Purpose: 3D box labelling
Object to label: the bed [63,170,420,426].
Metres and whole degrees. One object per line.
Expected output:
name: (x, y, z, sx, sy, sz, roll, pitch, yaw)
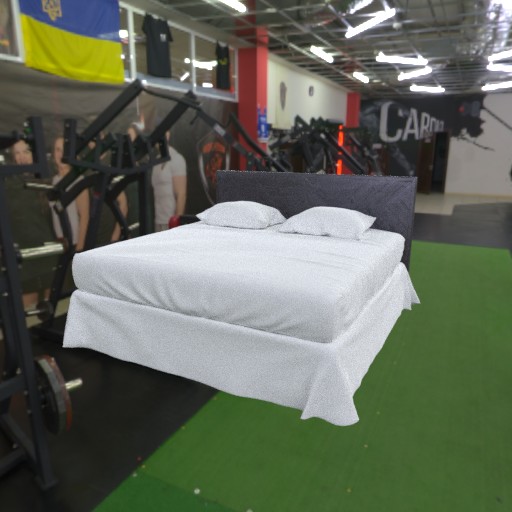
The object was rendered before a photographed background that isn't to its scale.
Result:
bed: (0.000, 0.000, 3.485, 2.255, 1.158, 2.165, 8, 16, 27)
